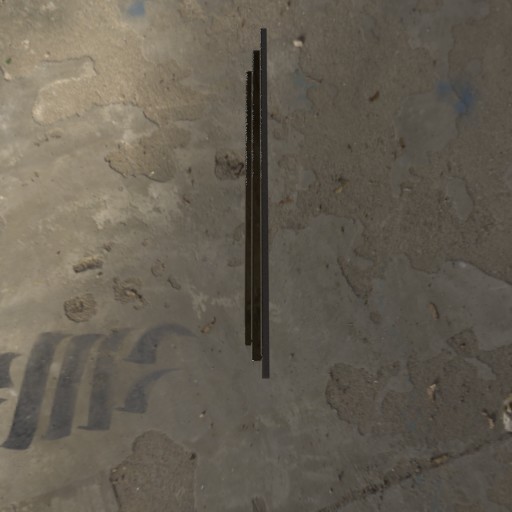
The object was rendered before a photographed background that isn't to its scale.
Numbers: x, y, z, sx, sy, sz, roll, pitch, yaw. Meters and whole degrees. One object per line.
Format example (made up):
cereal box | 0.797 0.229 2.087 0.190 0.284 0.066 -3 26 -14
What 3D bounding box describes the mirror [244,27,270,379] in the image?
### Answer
mirror | 0.000 0.000 1.165 0.039 0.914 0.613 0 75 0
